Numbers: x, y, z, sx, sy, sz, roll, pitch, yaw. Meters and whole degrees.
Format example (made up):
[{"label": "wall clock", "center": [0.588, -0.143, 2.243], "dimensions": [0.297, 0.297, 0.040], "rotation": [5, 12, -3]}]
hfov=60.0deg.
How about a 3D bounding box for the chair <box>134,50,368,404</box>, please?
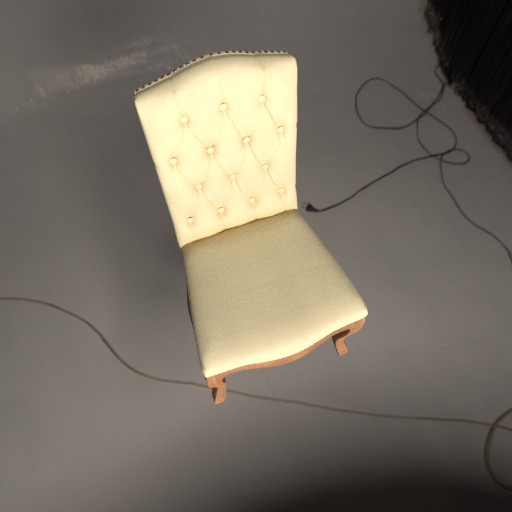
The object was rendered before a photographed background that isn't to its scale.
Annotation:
[{"label": "chair", "center": [0.000, 0.000, 1.575], "dimensions": [0.623, 1.165, 0.715], "rotation": [-19, 64, -10]}]
